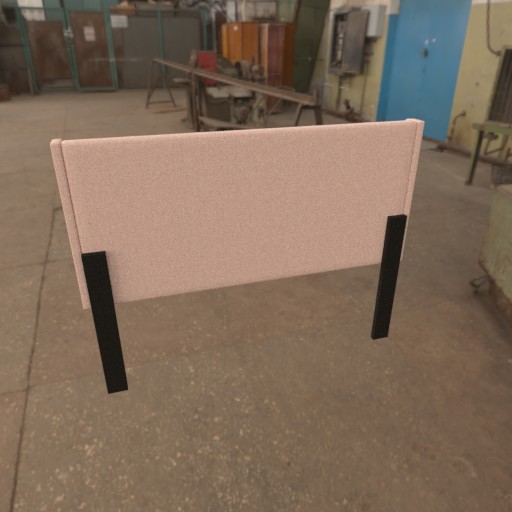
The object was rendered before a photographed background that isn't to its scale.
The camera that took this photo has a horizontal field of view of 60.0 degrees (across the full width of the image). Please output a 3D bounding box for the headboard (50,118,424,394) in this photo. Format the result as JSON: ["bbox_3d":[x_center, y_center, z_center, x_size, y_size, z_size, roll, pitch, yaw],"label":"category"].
[{"bbox_3d":[0.000,0.000,2.724,2.051,1.524,0.184,-8,27,-15],"label":"headboard"}]
